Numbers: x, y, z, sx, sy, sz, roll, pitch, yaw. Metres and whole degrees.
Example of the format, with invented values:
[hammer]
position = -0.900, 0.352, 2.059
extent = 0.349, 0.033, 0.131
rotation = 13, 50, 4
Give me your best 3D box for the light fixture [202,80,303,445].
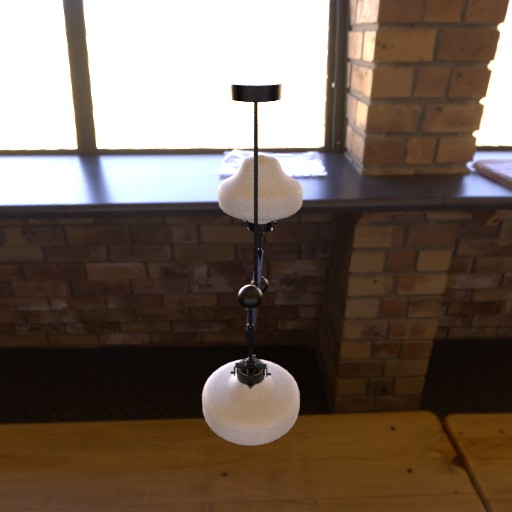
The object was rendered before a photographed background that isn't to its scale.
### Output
[light fixture]
position = 0.000, 0.000, 1.015
extent = 0.422, 0.743, 0.489
rotation = -17, 31, -30
